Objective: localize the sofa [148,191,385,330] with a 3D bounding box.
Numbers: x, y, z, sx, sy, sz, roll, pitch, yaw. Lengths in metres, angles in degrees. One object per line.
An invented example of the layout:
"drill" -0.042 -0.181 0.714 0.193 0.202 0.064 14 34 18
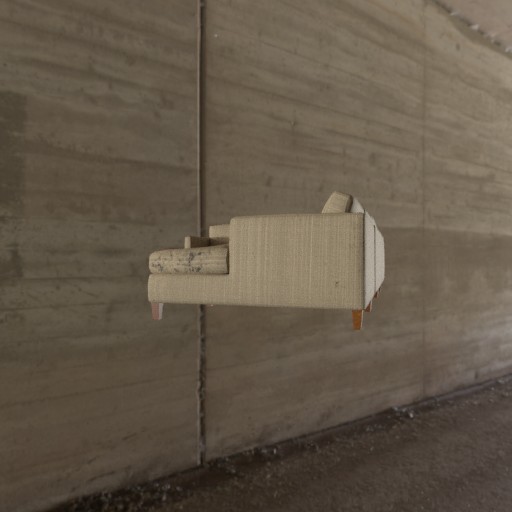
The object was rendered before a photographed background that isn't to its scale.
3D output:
"sofa" 0.000 0.000 4.819 2.594 0.961 3.460 0 0 18
